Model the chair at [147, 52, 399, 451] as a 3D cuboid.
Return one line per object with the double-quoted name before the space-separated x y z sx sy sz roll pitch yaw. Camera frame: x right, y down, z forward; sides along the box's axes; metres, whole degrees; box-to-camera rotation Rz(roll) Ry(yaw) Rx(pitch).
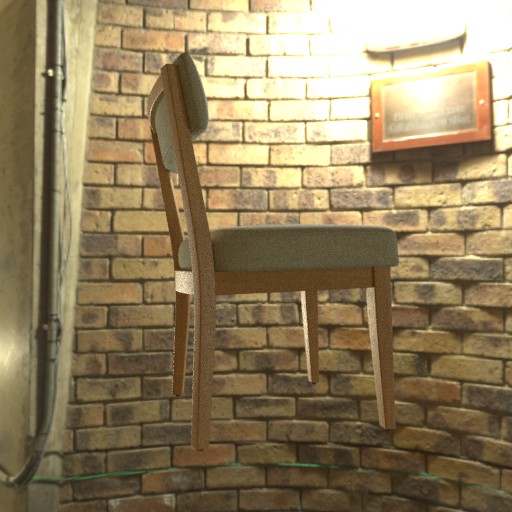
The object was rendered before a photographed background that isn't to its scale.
"chair" 0.000 0.000 1.191 0.572 0.832 0.508 0 -1 -16
